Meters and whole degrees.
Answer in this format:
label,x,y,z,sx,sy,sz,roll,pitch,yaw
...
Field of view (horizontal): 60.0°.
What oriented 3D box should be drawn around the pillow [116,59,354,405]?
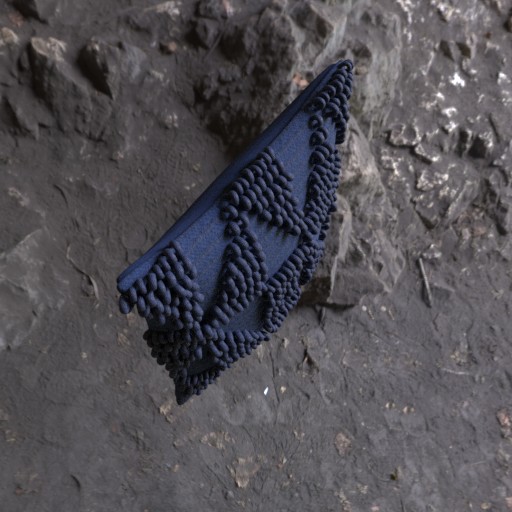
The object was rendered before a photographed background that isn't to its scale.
label,x,y,z,sx,sy,sz,roll,pitch,yaw
pillow,0.000,0.000,0.720,0.172,0.466,0.469,31,64,17
